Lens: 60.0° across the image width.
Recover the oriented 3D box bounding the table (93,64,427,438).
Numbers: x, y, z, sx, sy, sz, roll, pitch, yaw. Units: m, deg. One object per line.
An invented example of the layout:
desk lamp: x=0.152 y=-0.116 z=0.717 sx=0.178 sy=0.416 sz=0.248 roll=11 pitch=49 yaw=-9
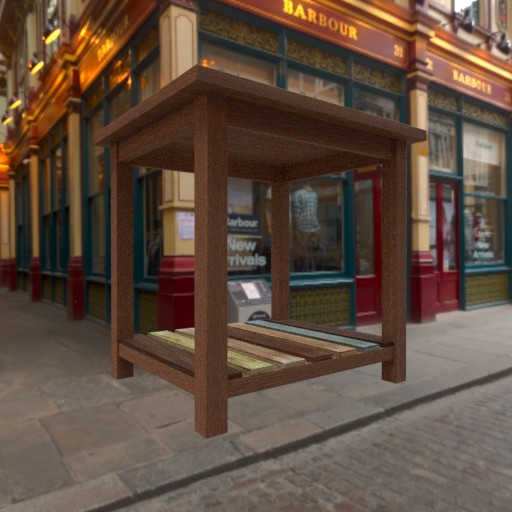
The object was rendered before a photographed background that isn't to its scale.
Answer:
table: x=0.000 y=0.000 z=1.148 sx=0.660 sy=0.635 sz=0.559 roll=0 pitch=1 yaw=-37
